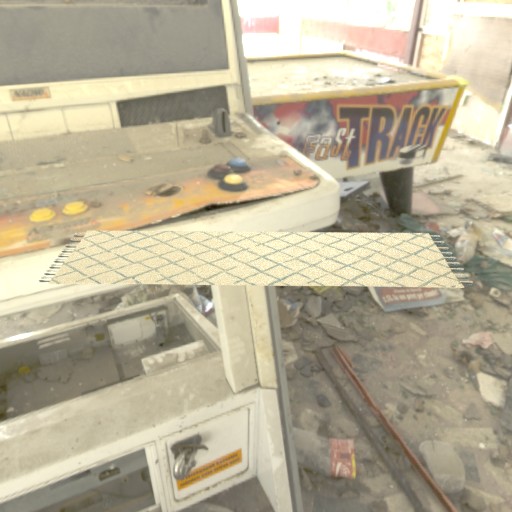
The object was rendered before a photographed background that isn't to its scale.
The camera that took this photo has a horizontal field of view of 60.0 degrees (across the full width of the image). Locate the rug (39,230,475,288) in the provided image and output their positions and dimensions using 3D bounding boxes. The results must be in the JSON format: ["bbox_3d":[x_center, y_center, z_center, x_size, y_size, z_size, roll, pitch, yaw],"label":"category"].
[{"bbox_3d":[0.000,0.000,2.647,2.372,0.008,0.620,0,31,1],"label":"rug"}]
